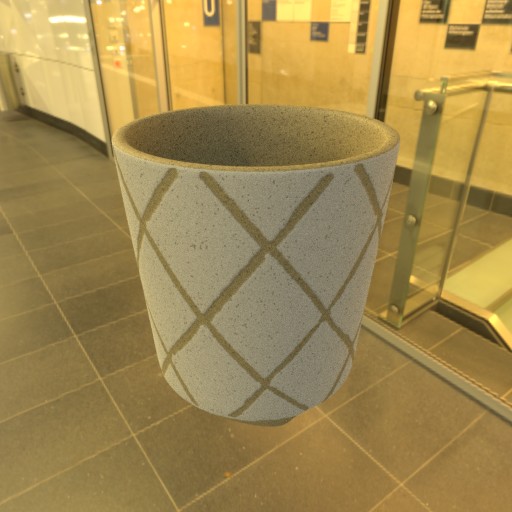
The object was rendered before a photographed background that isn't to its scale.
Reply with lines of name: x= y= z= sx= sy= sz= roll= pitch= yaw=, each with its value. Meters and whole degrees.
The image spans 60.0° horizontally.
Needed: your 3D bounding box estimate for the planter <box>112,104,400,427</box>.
planter: x=0.000 y=0.000 z=0.350 sx=0.191 sy=0.199 sz=0.191 roll=0 pitch=28 yaw=0
